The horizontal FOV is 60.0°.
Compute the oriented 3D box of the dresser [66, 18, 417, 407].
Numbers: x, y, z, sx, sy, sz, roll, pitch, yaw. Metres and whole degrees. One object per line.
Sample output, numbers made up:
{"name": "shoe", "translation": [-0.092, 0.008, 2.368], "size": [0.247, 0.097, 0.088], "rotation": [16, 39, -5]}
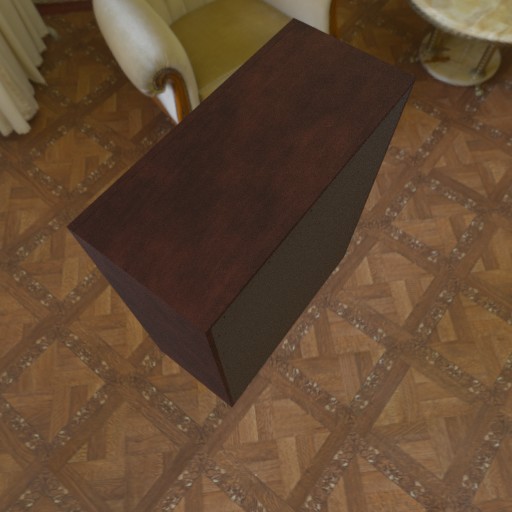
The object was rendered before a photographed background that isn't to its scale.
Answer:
{"name": "dresser", "translation": [0.000, 0.000, 2.000], "size": [0.506, 1.514, 1.072], "rotation": [34, 68, 15]}
